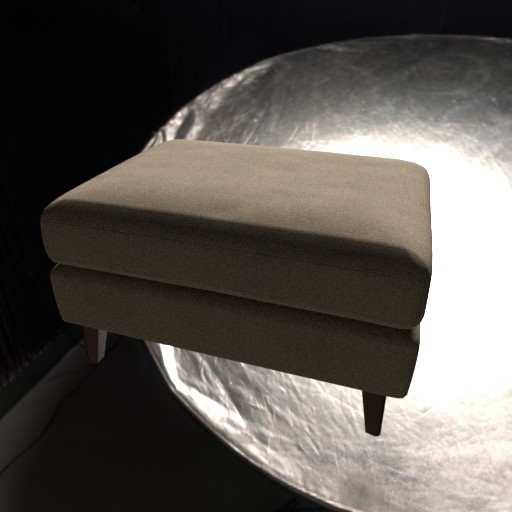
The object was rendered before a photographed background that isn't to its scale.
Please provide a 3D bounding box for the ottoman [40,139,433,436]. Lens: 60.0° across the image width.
[{"bbox_3d":[0.000,0.000,1.176,0.823,0.478,0.610,9,31,16],"label":"ottoman"}]
